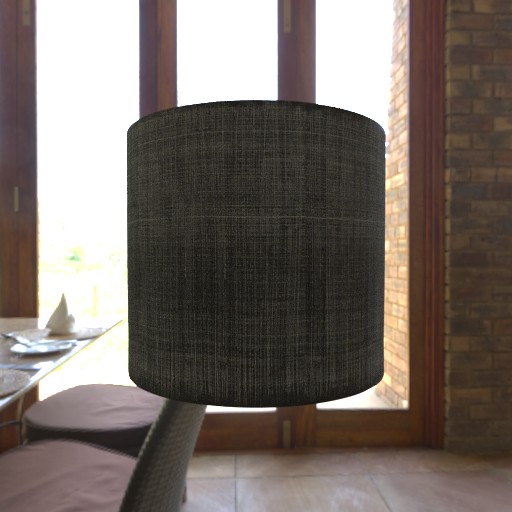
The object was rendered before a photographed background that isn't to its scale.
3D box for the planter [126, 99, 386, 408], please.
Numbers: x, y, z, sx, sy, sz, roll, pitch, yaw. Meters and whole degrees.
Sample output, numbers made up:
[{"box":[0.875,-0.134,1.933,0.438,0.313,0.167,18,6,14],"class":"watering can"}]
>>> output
[{"box":[0.000,0.000,0.393,0.221,0.201,0.221,0,0,0],"class":"planter"}]
